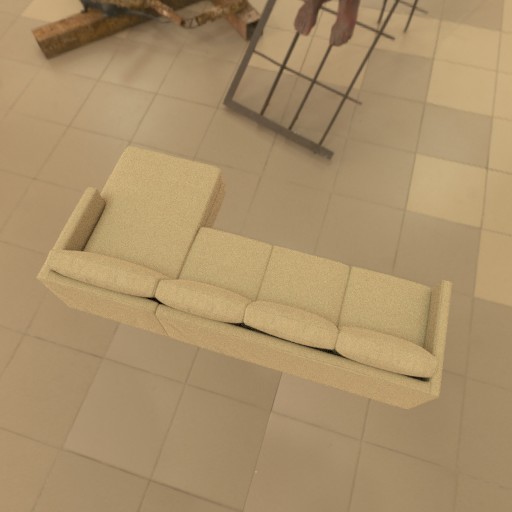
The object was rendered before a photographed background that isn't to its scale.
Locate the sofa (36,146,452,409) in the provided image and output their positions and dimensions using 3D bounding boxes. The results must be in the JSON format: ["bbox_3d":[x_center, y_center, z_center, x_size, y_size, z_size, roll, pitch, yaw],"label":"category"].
[{"bbox_3d":[0.000,0.000,3.865,3.177,0.867,1.622,15,65,7],"label":"sofa"}]
